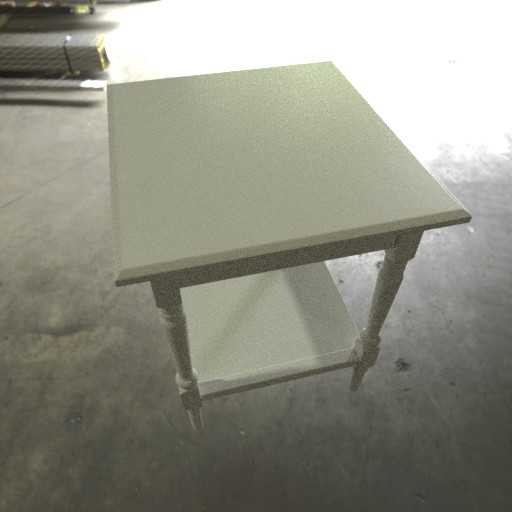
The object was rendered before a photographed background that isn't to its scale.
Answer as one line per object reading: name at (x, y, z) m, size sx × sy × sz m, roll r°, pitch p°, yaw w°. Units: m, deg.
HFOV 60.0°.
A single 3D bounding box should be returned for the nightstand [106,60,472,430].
nightstand at (0.000, 0.000, 0.907) m, size 0.459 × 0.555 × 0.505 m, roll -10°, pitch 47°, yaw -10°
